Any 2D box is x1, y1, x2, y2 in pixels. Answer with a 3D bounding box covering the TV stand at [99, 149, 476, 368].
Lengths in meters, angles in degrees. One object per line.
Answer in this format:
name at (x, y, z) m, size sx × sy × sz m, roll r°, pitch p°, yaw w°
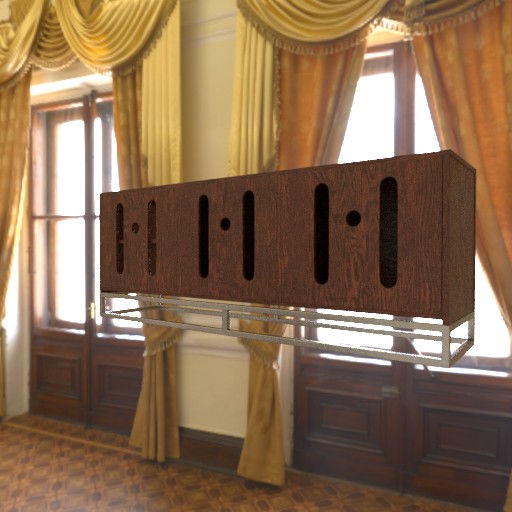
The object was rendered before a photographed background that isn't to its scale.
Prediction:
TV stand at (0.000, 0.000, 1.773) m, size 1.541 × 0.578 × 0.382 m, roll 1°, pitch 1°, yaw 36°
